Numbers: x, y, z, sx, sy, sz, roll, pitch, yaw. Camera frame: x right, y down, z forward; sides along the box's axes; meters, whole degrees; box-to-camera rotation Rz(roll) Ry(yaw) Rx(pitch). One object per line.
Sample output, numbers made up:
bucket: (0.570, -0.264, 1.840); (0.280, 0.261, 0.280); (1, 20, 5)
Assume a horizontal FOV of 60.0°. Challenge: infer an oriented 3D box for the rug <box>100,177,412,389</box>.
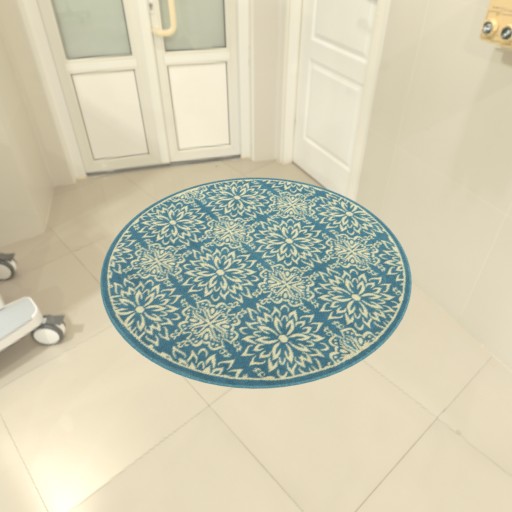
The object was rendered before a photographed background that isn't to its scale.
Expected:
rug: (0.000, 0.000, 2.346); (1.593, 0.012, 1.593); (0, 41, 0)
